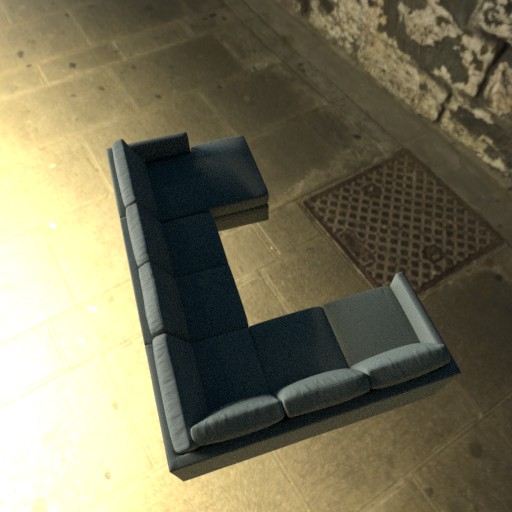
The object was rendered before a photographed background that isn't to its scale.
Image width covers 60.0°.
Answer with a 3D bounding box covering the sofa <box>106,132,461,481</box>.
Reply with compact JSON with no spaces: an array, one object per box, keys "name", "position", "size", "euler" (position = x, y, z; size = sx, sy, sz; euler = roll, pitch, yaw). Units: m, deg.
[{"name":"sofa","position":[0.000,0.000,4.481],"size":[2.427,0.882,3.460],"euler":[-15,59,-9]}]
